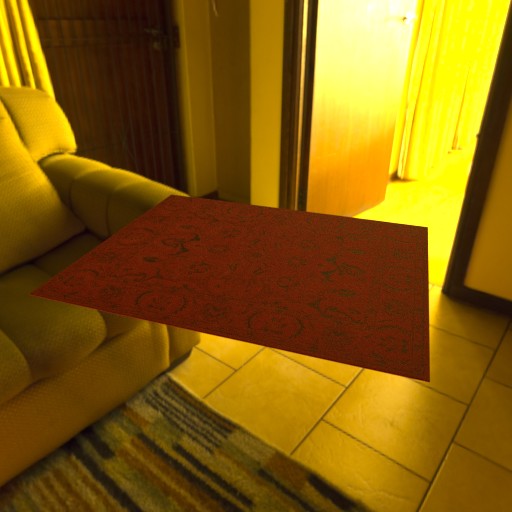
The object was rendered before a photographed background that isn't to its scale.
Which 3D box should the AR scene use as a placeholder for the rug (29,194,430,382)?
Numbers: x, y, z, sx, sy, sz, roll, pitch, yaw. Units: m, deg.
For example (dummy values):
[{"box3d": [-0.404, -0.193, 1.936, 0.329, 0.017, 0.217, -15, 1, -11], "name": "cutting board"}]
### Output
[{"box3d": [0.000, 0.000, 3.968, 2.929, 0.012, 2.300, 9, 30, 16], "name": "rug"}]
